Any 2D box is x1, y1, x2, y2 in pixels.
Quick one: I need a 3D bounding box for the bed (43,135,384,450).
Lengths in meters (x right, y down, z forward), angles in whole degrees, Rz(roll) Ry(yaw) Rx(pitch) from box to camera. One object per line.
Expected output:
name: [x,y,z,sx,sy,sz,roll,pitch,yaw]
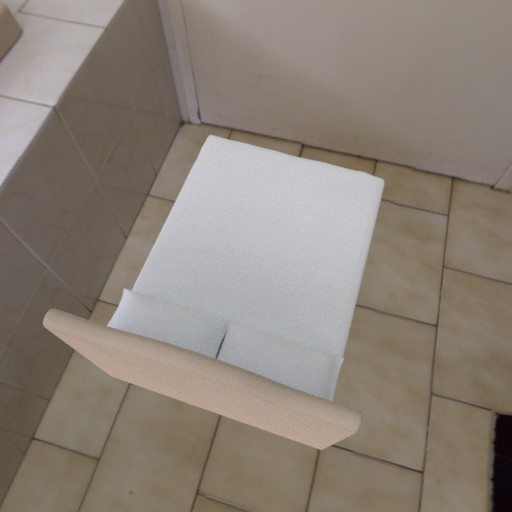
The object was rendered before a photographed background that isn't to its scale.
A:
bed: [0.000,0.000,3.137,1.678,1.398,2.052,16,64,8]
